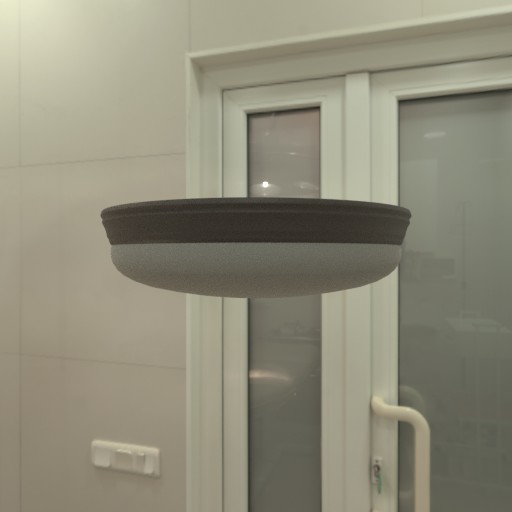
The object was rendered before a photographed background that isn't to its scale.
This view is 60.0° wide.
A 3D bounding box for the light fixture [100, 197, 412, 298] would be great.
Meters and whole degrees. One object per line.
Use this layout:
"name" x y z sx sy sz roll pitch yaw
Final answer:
"light fixture" 0.000 0.000 0.556 0.368 0.100 0.368 0 0 0
